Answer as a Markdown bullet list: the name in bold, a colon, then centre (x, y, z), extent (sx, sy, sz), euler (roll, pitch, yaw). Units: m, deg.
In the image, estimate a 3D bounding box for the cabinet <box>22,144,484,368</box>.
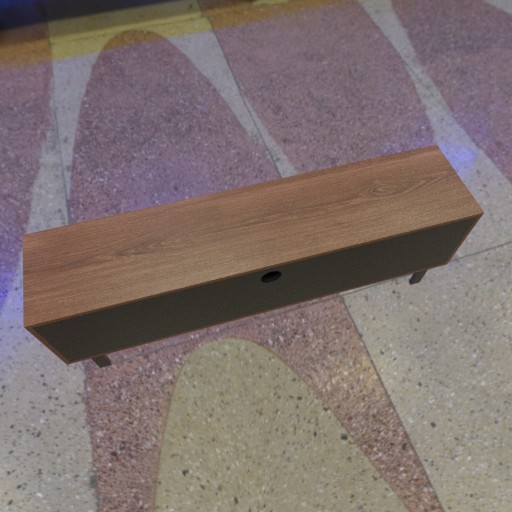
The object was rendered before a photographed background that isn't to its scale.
- **cabinet**: centre (0.000, 0.000, 1.840), extent (1.650, 0.500, 0.400), euler (-14, 59, -8)
